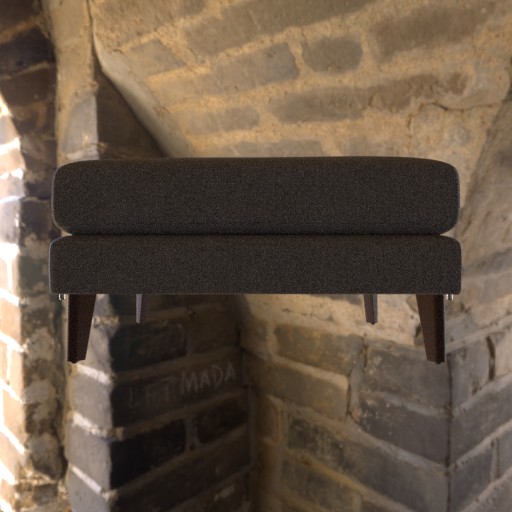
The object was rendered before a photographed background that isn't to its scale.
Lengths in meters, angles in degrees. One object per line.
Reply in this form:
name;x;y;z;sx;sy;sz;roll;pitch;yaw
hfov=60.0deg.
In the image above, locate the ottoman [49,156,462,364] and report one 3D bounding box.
ottoman;0.000;0.000;1.164;0.821;0.441;0.611;0;0;0
